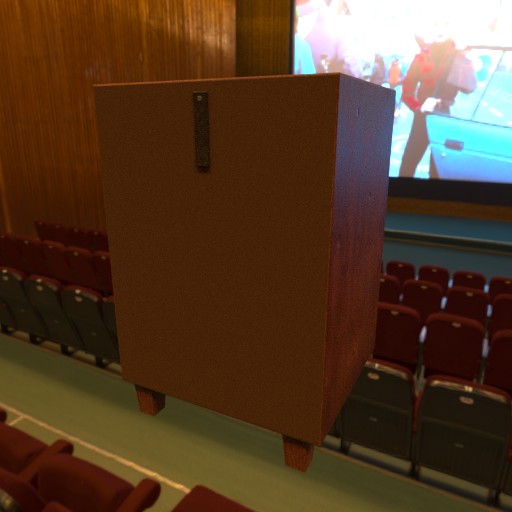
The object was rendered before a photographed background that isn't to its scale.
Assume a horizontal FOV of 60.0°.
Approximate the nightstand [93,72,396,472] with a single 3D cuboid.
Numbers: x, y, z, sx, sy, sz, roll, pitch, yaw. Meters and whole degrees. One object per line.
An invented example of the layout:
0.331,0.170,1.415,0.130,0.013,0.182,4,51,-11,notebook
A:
0.000,0.000,0.976,0.465,0.695,0.410,9,19,26,nightstand
